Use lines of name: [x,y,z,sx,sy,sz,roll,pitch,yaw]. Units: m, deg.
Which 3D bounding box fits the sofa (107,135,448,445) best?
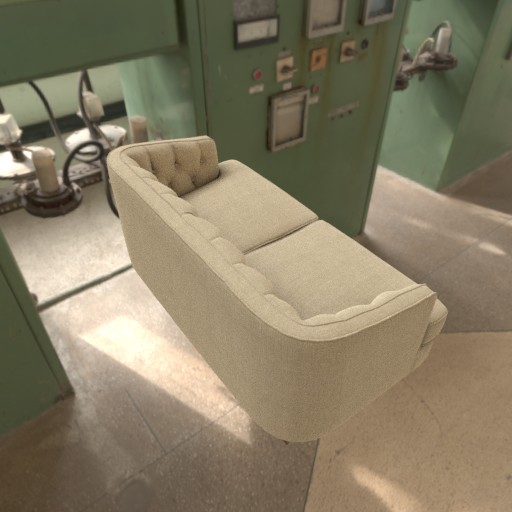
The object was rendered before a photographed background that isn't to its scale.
sofa: [0.000,0.000,2.312,0.941,0.855,1.733,-26,47,-27]
